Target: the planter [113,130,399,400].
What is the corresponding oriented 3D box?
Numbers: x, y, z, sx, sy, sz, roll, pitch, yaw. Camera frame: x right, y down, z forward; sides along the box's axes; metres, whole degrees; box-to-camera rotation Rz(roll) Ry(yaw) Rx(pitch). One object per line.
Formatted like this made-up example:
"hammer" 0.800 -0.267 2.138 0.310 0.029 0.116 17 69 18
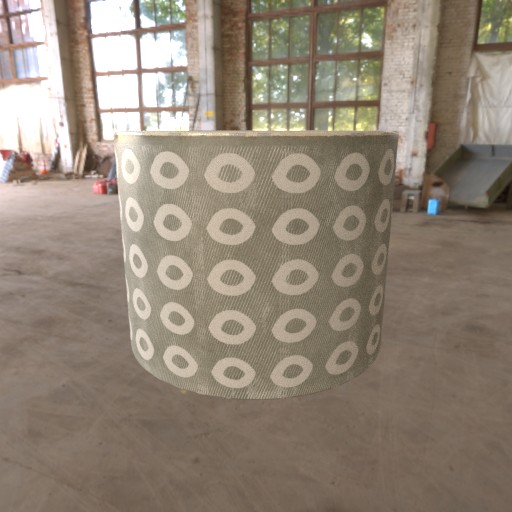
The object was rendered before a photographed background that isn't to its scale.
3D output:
"planter" 0.000 0.000 0.439 0.250 0.239 0.250 0 16 0
